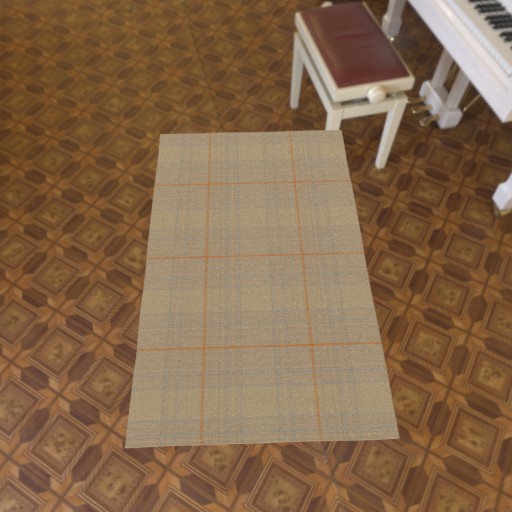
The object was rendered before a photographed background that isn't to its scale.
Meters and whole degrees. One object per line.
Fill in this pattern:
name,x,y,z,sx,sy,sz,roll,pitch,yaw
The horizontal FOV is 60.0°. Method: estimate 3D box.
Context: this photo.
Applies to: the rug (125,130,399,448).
rug,0.000,0.000,3.097,1.527,0.016,2.442,-2,59,-1
